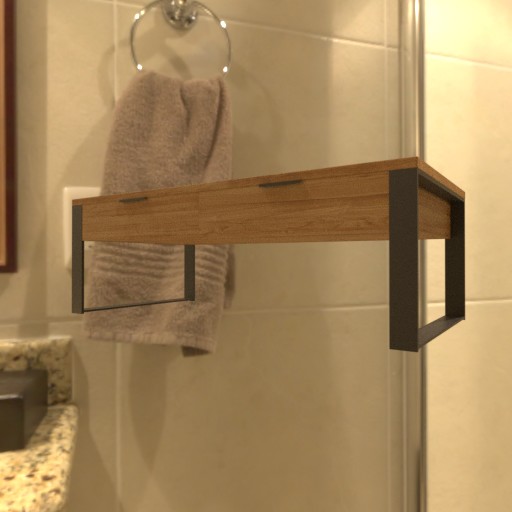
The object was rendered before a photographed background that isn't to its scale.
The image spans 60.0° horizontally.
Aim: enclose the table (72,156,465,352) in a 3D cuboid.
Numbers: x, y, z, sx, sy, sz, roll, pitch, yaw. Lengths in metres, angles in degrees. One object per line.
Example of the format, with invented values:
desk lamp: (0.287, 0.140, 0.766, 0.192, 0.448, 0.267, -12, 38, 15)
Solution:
table: (0.000, 0.000, 1.469, 1.180, 0.400, 0.590, 0, 0, 34)
